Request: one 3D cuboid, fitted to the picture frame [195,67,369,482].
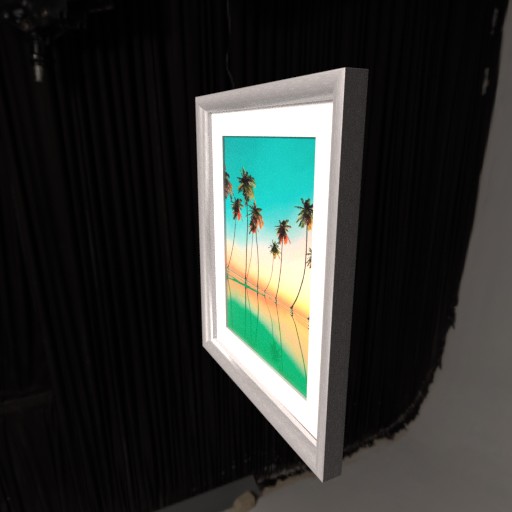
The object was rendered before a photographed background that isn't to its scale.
[{"bbox_3d":[0.000,0.000,0.529,0.027,0.378,0.327,-8,17,-26],"label":"picture frame"}]
